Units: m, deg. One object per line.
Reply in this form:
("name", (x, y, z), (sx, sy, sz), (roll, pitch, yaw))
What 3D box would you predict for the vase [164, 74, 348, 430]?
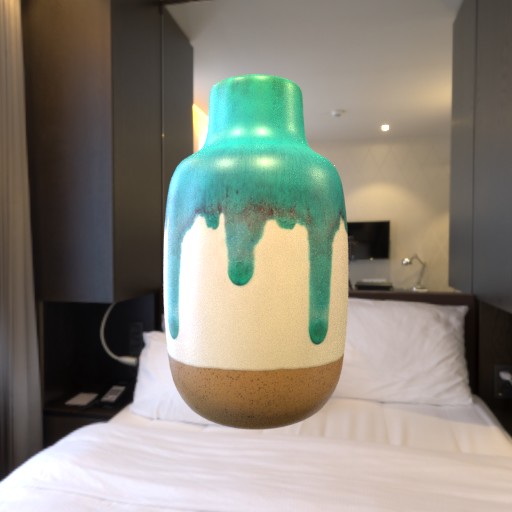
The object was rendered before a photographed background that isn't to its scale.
("vase", (0.000, 0.000, 0.259), (0.106, 0.192, 0.106), (0, 1, 0))
